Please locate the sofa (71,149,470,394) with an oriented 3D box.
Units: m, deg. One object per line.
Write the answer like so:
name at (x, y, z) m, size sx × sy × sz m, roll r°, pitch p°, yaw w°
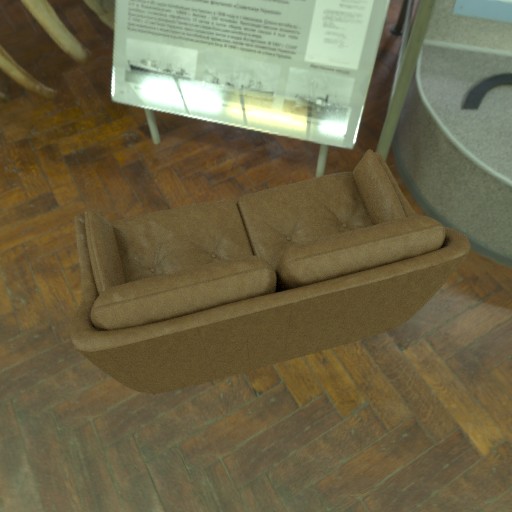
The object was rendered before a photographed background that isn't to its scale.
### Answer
sofa at (0.000, 0.000, 2.284) m, size 1.731 × 0.886 × 0.981 m, roll -13°, pitch 59°, yaw -8°
